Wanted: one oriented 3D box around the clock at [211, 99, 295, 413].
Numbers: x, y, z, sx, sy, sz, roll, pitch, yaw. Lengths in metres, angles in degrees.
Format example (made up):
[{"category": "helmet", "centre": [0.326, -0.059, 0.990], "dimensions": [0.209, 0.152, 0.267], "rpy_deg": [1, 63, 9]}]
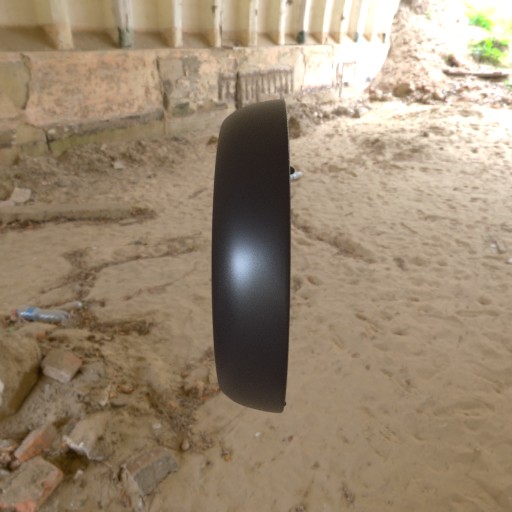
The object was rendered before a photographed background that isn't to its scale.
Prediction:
[{"category": "clock", "centre": [0.000, 0.000, 0.450], "dimensions": [0.060, 0.300, 0.300], "rpy_deg": [0, 26, 1]}]
